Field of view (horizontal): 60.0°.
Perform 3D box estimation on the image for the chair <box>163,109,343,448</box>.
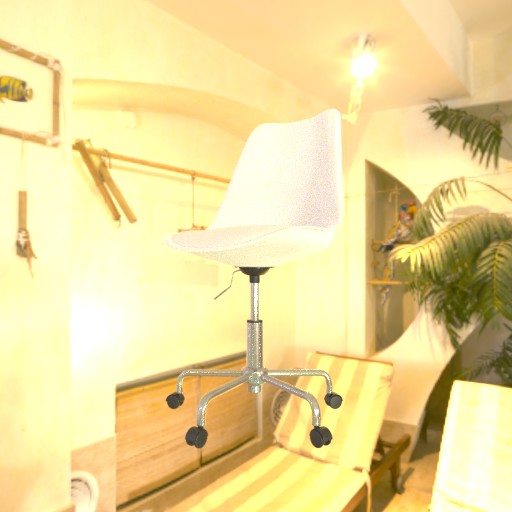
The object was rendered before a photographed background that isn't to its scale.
[{"bbox_3d":[0.000,0.000,1.285,0.550,0.930,0.550,0,0,36],"label":"chair"}]
